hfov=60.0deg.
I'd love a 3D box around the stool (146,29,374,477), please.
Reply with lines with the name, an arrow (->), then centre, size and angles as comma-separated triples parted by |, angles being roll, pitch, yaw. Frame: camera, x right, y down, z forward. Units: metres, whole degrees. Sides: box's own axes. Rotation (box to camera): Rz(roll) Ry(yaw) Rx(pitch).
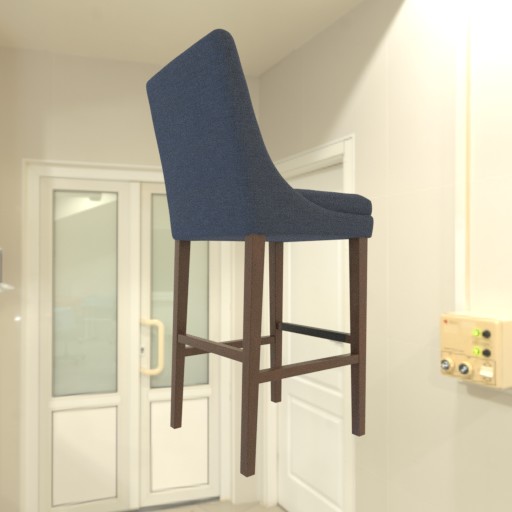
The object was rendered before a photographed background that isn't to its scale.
stool -> 0.000, 0.000, 1.353 | 0.577, 1.078, 0.470 | 0, -1, -37
